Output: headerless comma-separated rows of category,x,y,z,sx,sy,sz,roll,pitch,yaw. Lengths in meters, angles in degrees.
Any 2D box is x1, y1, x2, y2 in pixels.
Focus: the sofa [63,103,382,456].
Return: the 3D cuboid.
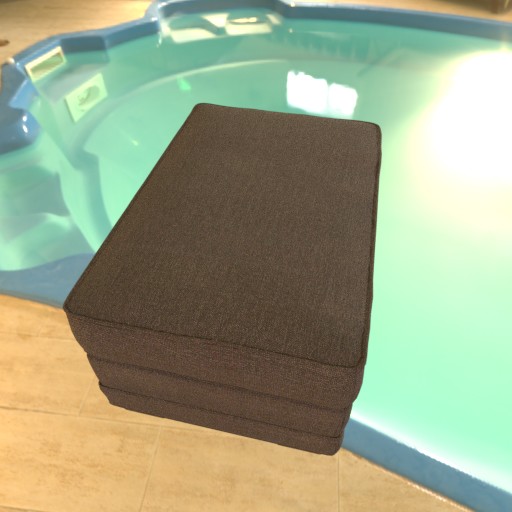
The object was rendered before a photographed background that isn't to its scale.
sofa,0.000,0.000,1.202,0.578,0.457,0.854,9,47,9
